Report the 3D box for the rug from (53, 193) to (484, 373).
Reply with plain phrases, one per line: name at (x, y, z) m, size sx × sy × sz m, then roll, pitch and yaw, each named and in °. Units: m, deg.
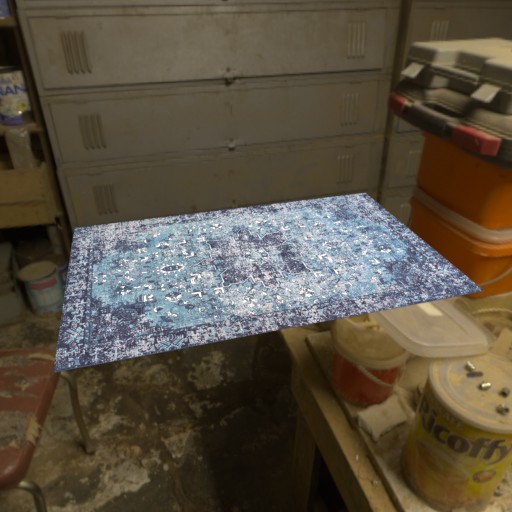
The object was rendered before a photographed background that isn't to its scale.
rug at (0.000, 0.000, 3.020) m, size 2.440 × 0.007 × 1.525 m, roll -8°, pitch 33°, yaw -13°
